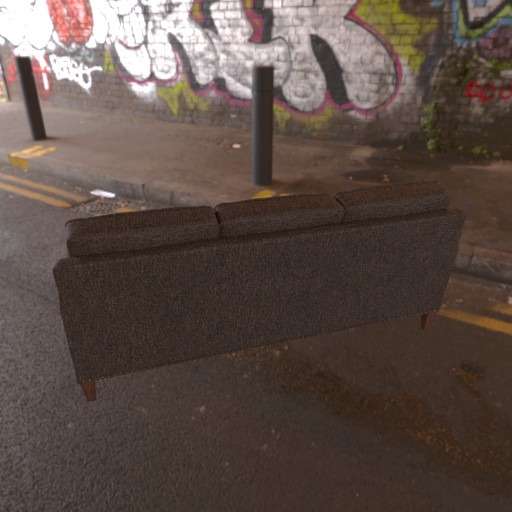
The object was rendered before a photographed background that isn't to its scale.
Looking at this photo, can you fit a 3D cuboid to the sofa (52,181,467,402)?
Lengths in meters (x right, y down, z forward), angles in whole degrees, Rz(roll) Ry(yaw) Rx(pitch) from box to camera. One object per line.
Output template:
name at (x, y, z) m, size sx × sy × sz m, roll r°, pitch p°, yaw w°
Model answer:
sofa at (0.000, 0.000, 2.786) m, size 2.246 × 1.003 × 1.084 m, roll -8°, pitch 28°, yaw -16°
